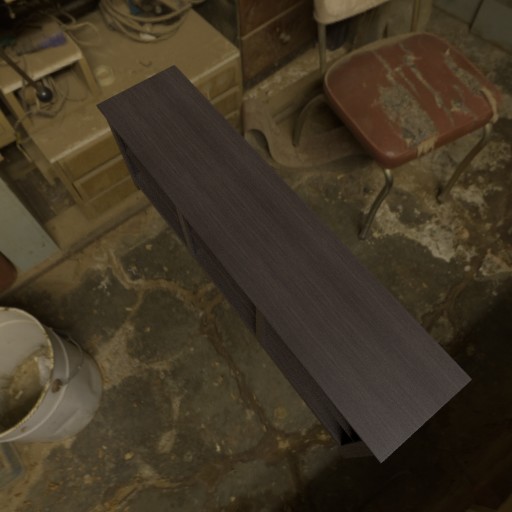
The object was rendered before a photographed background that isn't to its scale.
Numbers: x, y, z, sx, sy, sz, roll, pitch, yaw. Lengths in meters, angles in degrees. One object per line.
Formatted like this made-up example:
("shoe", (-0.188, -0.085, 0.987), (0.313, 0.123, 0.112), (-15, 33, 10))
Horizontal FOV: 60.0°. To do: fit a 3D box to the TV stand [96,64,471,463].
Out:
("TV stand", (0.000, 0.000, 1.961), (0.406, 0.610, 1.778), (-34, 69, -15))
